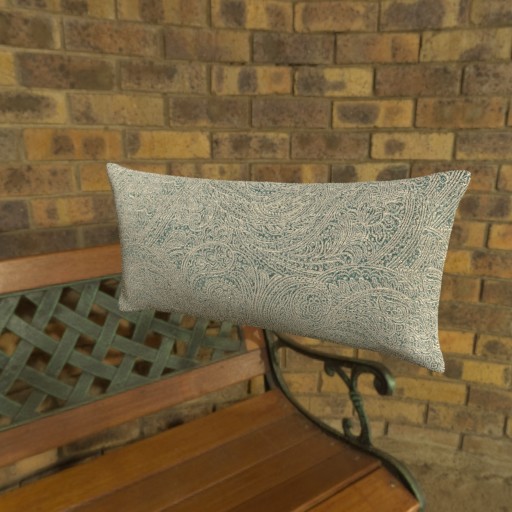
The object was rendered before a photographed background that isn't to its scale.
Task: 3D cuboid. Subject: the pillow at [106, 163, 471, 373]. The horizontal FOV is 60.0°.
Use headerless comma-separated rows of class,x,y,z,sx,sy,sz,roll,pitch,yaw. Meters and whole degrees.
pillow,0.000,0.000,0.737,0.615,0.295,0.151,7,16,24
